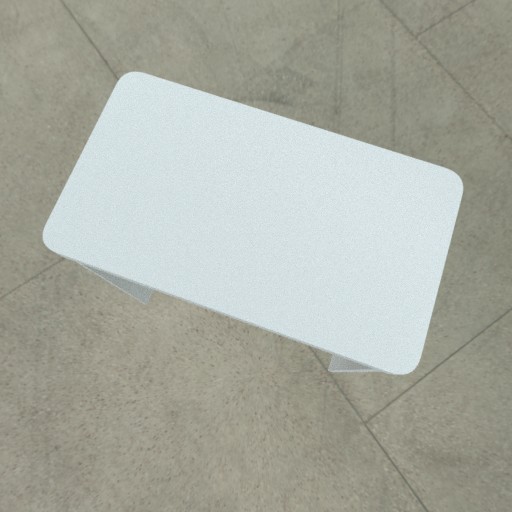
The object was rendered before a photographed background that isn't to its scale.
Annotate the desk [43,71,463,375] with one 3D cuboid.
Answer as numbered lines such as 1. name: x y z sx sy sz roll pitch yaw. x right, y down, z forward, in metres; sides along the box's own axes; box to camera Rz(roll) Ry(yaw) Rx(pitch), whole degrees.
1. desk: 0.000 0.000 1.284 0.790 0.760 0.446 19 76 5
